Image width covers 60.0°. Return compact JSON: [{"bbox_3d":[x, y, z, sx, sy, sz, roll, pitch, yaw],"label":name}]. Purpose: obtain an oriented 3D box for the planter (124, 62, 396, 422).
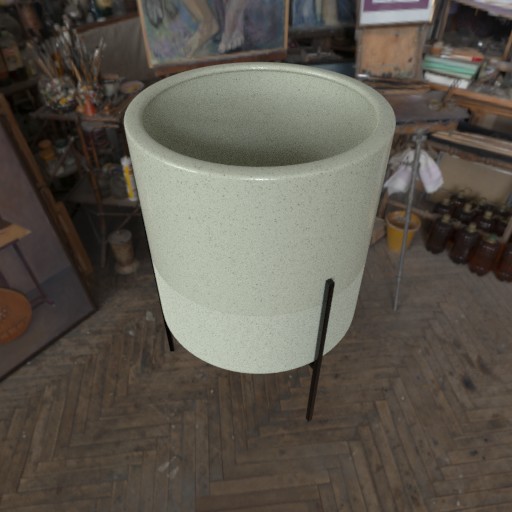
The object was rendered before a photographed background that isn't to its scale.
[{"bbox_3d":[0.000,0.000,0.680,0.323,0.475,0.314,0,42,0],"label":"planter"}]
